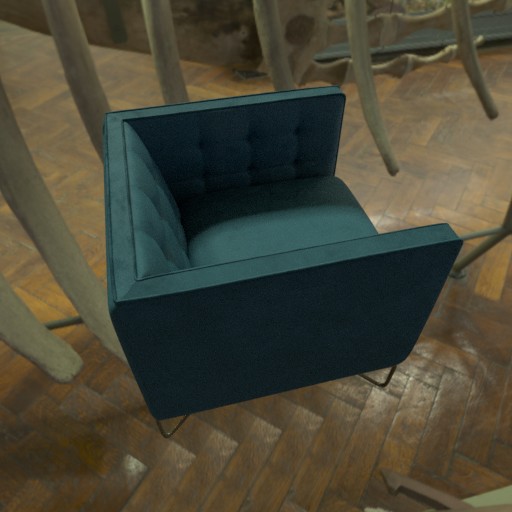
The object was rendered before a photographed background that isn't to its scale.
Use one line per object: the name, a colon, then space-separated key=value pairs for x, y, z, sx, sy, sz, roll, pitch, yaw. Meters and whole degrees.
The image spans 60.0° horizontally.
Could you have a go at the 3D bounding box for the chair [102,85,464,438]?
chair: x=0.000 y=0.000 z=1.584 sx=0.894 sy=0.790 sz=0.880 roll=-10 pitch=48 yaw=-10
